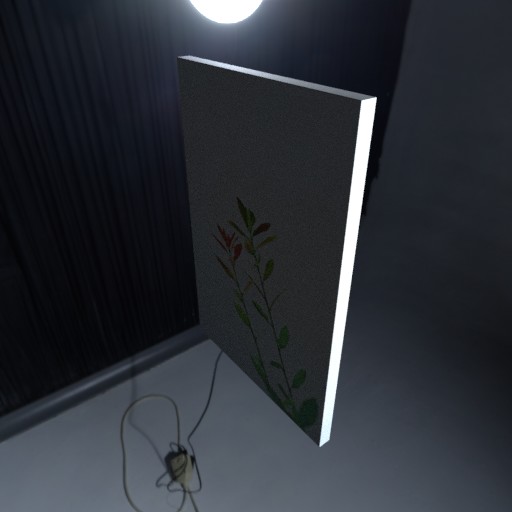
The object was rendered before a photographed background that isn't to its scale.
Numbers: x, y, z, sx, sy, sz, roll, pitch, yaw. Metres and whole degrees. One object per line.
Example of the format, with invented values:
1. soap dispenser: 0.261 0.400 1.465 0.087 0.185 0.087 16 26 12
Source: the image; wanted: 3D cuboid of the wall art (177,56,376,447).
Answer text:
1. wall art: 0.000 0.000 1.182 0.039 0.915 0.612 -22 38 -31
